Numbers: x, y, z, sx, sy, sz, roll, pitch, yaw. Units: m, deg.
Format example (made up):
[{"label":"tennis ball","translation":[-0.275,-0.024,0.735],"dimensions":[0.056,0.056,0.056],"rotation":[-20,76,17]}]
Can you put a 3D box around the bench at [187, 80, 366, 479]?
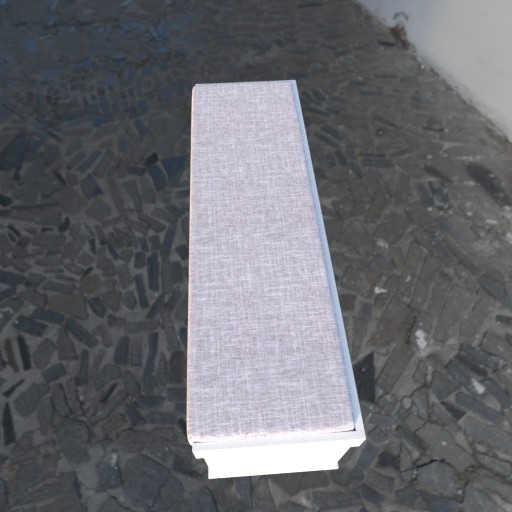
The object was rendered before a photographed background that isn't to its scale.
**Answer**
[{"label":"bench","translation":[0.000,0.000,1.393],"dimensions":[0.363,0.453,1.196],"rotation":[-3,56,-2]}]
